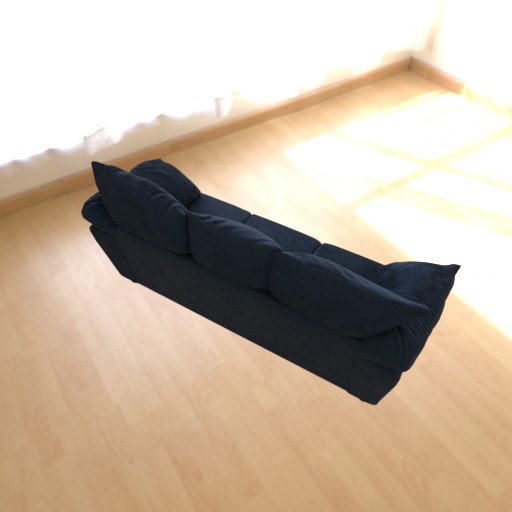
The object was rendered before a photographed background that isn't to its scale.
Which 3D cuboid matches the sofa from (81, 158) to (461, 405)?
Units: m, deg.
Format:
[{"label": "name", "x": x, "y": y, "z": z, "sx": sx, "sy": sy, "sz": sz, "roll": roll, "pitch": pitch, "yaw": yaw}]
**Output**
[{"label": "sofa", "x": 0.000, "y": 0.000, "z": 2.979, "sx": 2.390, "sy": 1.091, "sz": 0.907, "roll": 24, "pitch": 51, "yaw": 20}]
